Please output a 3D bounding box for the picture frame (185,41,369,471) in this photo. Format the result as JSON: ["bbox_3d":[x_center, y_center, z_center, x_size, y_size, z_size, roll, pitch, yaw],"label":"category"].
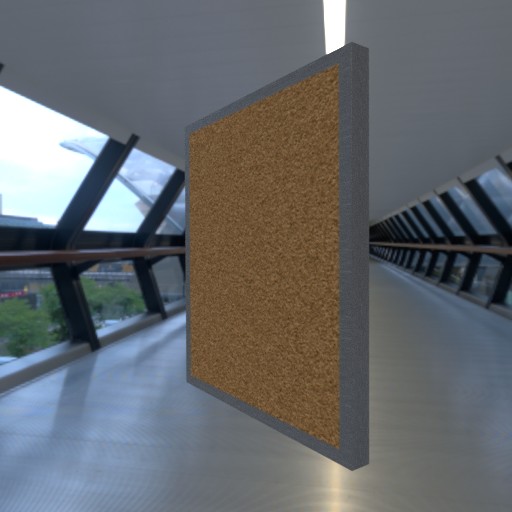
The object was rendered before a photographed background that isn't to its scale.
[{"bbox_3d":[0.000,0.000,0.531,0.027,0.378,0.327,0,1,-35],"label":"picture frame"}]
